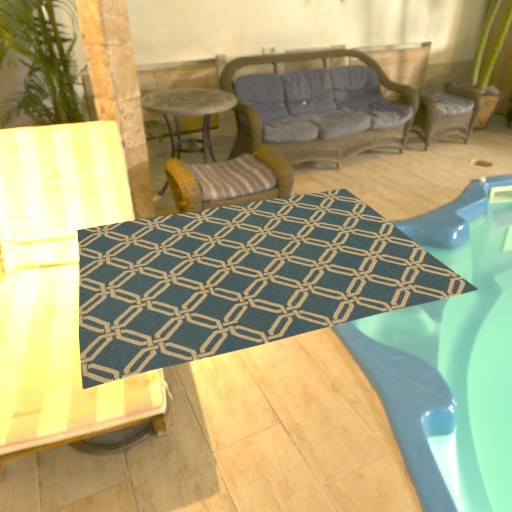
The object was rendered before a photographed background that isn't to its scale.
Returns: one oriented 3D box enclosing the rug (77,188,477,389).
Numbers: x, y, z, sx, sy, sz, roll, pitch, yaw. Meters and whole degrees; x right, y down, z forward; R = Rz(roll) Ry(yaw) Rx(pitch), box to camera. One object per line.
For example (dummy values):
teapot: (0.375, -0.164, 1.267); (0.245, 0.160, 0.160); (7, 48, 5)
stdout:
rug: (0.000, 0.000, 2.795); (2.135, 0.013, 1.524); (-11, 34, -17)
